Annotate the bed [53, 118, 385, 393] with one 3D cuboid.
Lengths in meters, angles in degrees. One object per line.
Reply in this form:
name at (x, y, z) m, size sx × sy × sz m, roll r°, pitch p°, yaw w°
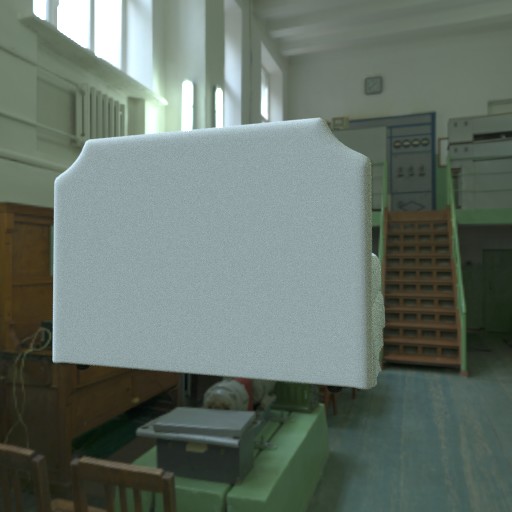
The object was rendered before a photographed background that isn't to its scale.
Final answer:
bed at (0.000, 0.000, 3.853) m, size 2.134 × 1.524 × 2.548 m, roll 0°, pitch 0°, yaw 17°
